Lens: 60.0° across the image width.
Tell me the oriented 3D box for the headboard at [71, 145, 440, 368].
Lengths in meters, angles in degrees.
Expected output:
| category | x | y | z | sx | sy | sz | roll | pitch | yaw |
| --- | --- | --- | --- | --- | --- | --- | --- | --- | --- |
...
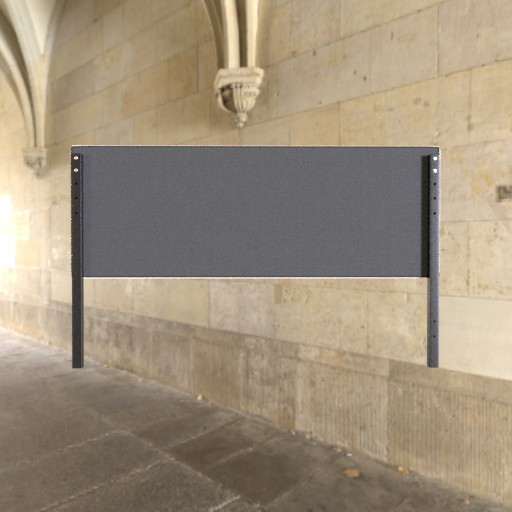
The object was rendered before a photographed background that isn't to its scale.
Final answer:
| category | x | y | z | sx | sy | sz | roll | pitch | yaw |
| --- | --- | --- | --- | --- | --- | --- | --- | --- | --- |
| headboard | 0.000 | 0.000 | 2.839 | 2.362 | 1.410 | 0.120 | 0 | 0 | -1 |
